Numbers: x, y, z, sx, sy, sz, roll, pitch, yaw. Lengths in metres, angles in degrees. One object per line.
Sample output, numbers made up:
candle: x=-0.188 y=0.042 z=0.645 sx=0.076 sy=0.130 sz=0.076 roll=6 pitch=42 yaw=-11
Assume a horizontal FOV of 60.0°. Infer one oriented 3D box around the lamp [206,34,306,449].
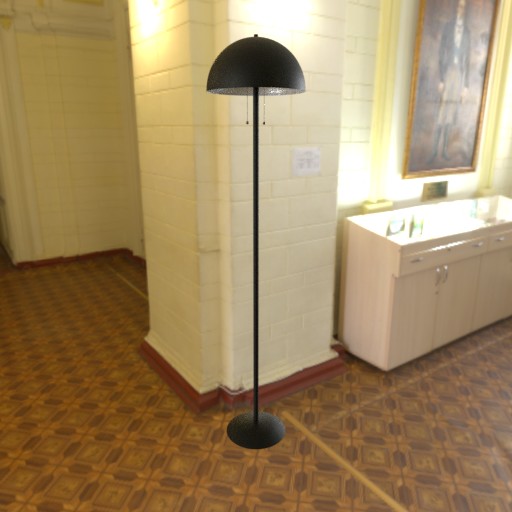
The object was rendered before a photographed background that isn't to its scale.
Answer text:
lamp: x=0.000 y=0.000 z=1.625 sx=0.328 sy=1.480 sz=0.328 roll=3 pitch=16 yaw=10
